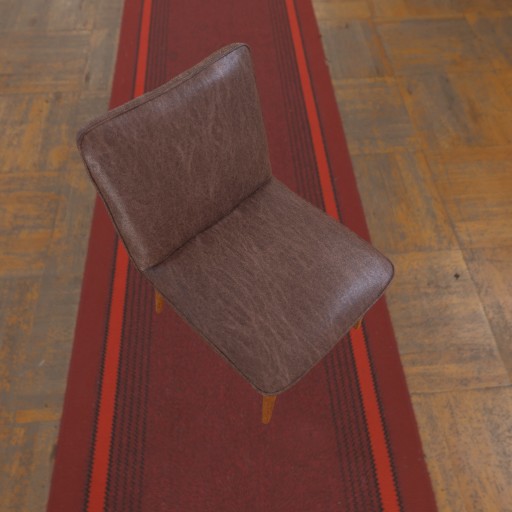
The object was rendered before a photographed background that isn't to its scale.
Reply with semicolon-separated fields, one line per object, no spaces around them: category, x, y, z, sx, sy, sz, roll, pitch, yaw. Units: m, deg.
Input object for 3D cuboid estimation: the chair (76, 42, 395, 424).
chair;0.000;0.000;1.202;0.645;0.803;0.543;36;64;21
